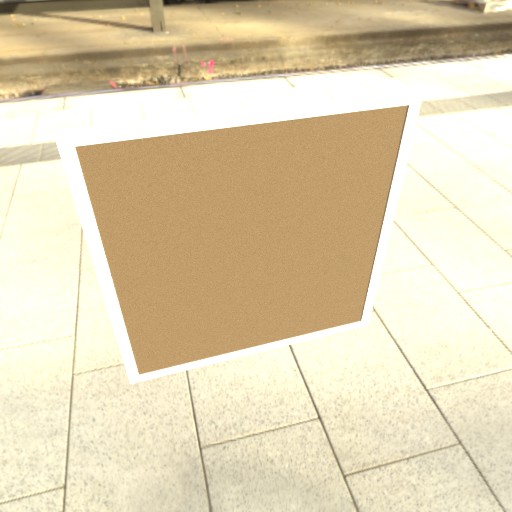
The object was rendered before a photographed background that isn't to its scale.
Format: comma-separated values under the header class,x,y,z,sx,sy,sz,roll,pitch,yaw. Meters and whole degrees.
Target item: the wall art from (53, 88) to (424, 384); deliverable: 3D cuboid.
class,x,y,z,sx,sy,sz,roll,pitch,yaw
wall art,0.000,0.000,1.201,0.812,0.812,0.015,-11,41,-13
